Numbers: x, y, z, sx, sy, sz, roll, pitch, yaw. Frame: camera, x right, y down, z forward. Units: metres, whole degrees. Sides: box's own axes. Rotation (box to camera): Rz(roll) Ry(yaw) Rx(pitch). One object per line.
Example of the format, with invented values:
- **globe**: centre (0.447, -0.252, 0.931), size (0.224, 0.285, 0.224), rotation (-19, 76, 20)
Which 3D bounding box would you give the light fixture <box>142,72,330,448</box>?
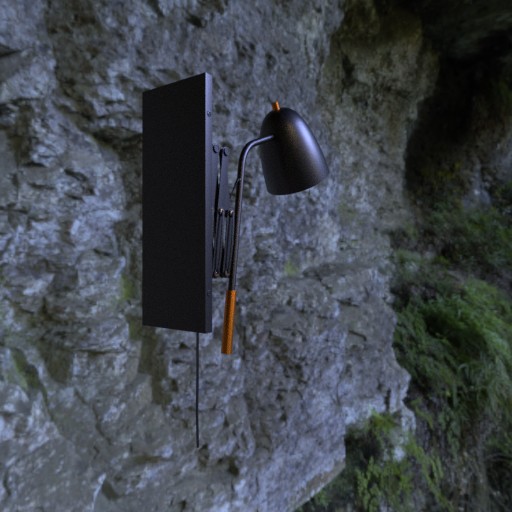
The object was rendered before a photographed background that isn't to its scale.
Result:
- **light fixture**: centre (0.000, 0.000, 0.961), size (0.162, 0.715, 0.499), rotation (0, 0, 35)
